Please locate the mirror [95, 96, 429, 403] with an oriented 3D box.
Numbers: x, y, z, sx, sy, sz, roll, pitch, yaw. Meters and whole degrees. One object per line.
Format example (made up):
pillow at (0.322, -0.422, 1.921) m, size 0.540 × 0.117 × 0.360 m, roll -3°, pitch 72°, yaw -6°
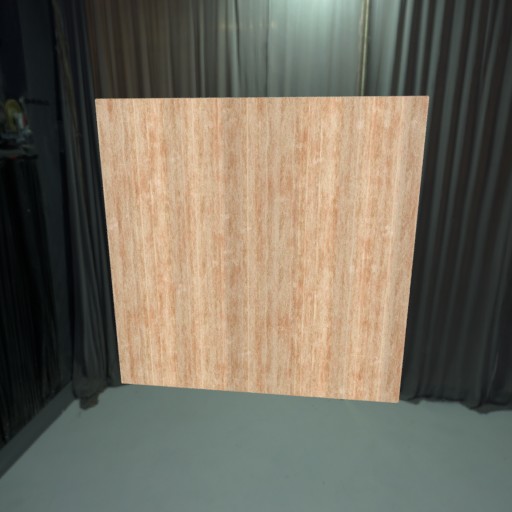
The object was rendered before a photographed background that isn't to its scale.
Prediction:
mirror at (0.000, 0.000, 0.969) m, size 0.651 × 0.651 × 0.047 m, roll 2°, pitch 16°, yaw 7°
